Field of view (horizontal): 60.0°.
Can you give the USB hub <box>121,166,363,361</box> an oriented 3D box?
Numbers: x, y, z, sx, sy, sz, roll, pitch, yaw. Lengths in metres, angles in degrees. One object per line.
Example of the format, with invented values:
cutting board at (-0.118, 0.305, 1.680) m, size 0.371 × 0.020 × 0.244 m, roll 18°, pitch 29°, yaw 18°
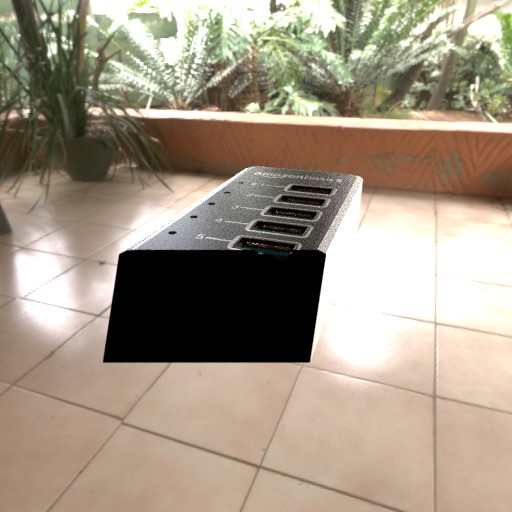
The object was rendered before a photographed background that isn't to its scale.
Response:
USB hub at (0.000, 0.000, 0.124) m, size 0.044 × 0.023 × 0.110 m, roll 9°, pitch 27°, yaw 17°
